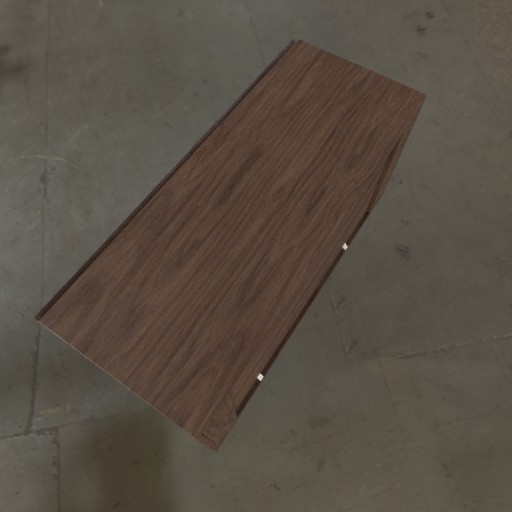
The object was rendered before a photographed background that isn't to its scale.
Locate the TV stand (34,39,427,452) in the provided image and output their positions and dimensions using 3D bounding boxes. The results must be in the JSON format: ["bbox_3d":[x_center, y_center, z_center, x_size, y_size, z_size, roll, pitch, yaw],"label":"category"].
[{"bbox_3d":[0.000,0.000,1.305,0.405,0.660,0.990,31,67,14],"label":"TV stand"}]
